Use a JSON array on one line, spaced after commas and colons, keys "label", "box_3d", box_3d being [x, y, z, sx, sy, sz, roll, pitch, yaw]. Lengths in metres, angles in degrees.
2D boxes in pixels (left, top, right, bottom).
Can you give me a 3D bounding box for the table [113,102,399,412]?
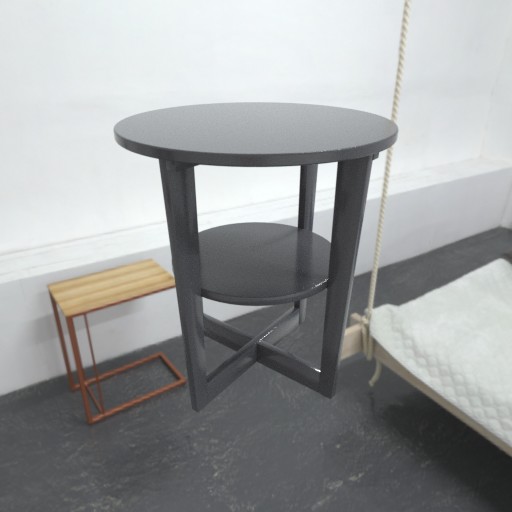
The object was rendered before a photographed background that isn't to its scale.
[{"label": "table", "box_3d": [0.000, 0.000, 0.930, 0.500, 0.550, 0.500, 0, 27, 0]}]
